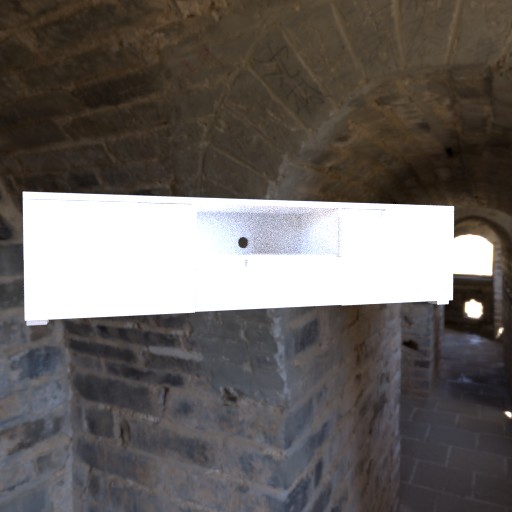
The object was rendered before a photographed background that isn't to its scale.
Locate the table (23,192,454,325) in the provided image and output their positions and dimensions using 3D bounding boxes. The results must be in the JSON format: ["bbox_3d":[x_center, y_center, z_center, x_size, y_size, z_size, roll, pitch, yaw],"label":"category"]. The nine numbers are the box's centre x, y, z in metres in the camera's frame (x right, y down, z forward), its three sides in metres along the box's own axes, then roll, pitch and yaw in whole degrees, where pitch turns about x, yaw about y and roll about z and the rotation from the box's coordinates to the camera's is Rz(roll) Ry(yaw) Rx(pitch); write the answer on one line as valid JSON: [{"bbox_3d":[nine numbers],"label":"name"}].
[{"bbox_3d":[0.000,0.000,1.821,1.650,0.420,0.390,0,1,-18],"label":"table"}]
